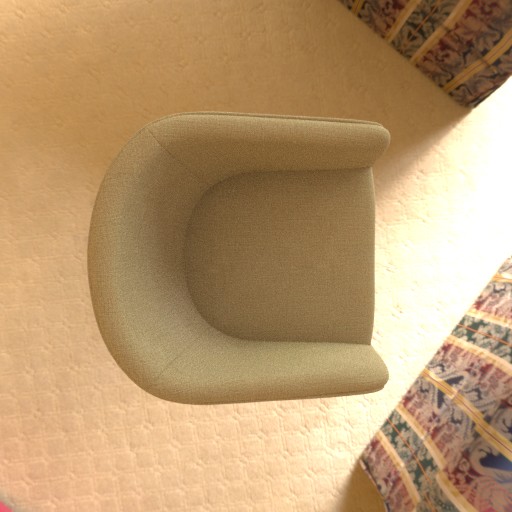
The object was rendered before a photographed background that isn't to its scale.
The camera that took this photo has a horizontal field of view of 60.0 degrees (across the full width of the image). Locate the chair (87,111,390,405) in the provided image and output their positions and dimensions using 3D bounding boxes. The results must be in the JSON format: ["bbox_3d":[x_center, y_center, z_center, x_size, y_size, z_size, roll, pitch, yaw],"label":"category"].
[{"bbox_3d":[0.000,0.000,1.171,0.616,0.775,0.584,0,91,0],"label":"chair"}]
